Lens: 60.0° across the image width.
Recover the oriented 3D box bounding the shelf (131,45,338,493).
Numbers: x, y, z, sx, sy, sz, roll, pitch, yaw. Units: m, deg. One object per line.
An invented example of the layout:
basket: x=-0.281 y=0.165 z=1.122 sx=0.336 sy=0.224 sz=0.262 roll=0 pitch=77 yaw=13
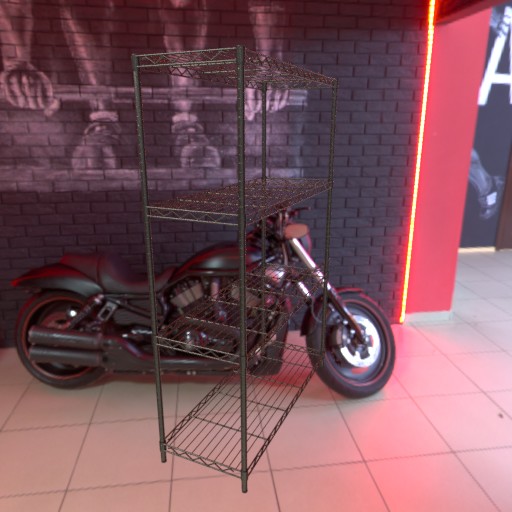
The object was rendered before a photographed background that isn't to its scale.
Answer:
shelf: x=0.000 y=0.000 z=1.739 sx=0.352 sy=1.361 sz=0.907 roll=7 pitch=18 yaw=24
